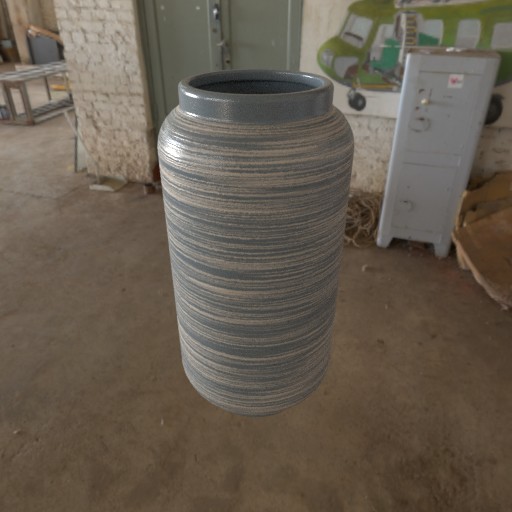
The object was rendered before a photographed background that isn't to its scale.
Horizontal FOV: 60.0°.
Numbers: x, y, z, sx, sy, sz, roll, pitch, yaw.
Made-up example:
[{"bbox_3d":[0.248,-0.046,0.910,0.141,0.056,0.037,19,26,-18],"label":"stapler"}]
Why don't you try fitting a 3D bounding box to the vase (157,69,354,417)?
[{"bbox_3d":[0.000,0.000,0.307,0.116,0.230,0.116,0,31,0],"label":"vase"}]
